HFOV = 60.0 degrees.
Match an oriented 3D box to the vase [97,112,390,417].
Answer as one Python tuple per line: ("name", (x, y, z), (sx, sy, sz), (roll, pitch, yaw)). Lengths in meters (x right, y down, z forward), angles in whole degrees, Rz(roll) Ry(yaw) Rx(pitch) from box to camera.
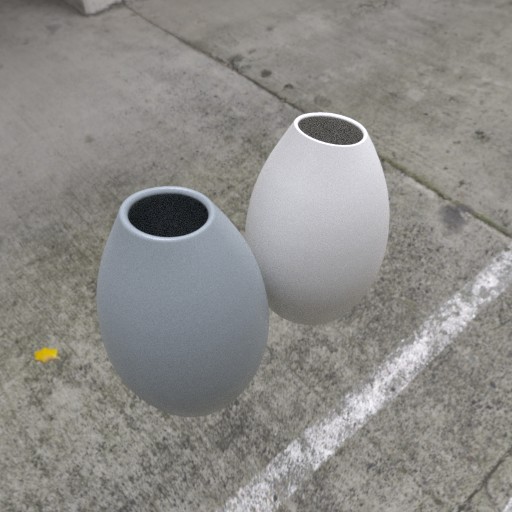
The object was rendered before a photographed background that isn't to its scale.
("vase", (0.000, 0.000, 0.251), (0.187, 0.131, 0.089), (-32, 55, -25))
